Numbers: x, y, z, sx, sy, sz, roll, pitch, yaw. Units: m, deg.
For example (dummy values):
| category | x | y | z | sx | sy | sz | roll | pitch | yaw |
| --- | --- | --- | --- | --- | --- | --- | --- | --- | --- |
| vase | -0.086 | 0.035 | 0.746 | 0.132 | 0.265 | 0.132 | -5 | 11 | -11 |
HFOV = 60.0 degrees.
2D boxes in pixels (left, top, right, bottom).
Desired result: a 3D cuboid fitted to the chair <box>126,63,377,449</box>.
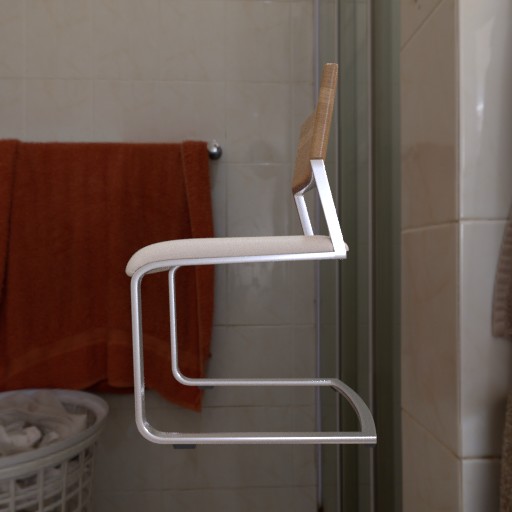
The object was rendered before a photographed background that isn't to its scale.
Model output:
| category | x | y | z | sx | sy | sz | roll | pitch | yaw |
| --- | --- | --- | --- | --- | --- | --- | --- | --- | --- |
| chair | 0.000 | 0.000 | 1.197 | 0.585 | 0.844 | 0.467 | 0 | 0 | 0 |
